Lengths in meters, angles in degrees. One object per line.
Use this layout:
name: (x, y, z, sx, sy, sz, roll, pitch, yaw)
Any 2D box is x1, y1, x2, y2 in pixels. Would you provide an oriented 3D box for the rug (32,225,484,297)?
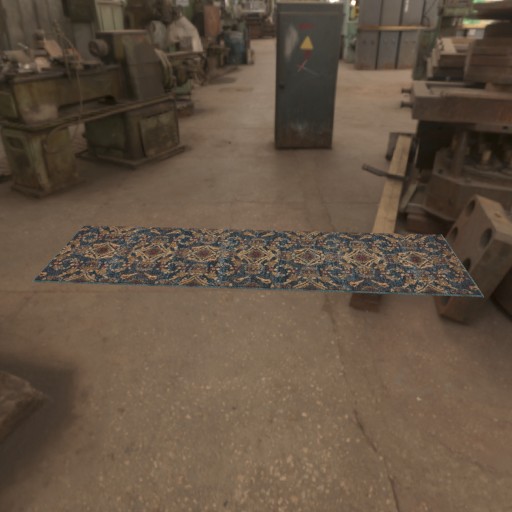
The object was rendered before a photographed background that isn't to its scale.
rug: (0.000, 0.000, 2.539, 2.292, 0.014, 0.685, 2, 29, 3)
